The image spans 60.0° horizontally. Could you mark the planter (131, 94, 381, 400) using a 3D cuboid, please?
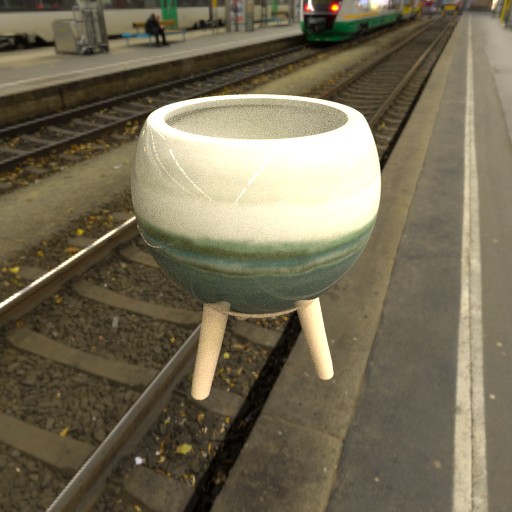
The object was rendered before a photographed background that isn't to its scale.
[{"bbox_3d":[0.000,0.000,0.444,0.222,0.278,0.222,0,30,0],"label":"planter"}]
